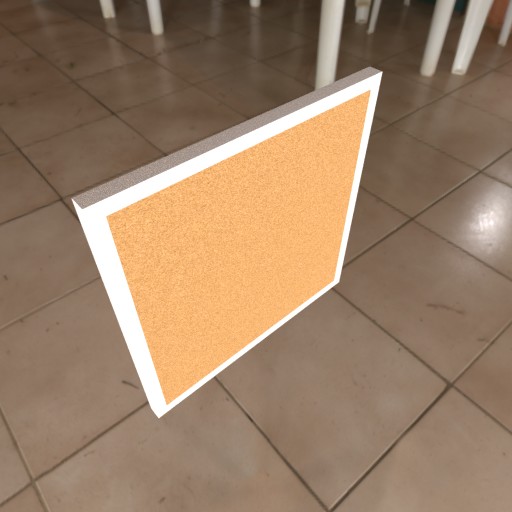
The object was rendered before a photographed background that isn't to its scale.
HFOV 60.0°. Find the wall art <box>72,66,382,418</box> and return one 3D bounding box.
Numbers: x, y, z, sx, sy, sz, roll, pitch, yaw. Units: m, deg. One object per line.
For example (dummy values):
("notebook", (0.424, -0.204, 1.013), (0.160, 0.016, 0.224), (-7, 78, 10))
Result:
("wall art", (0.000, 0.000, 1.156), (0.762, 0.762, 0.038), (-32, 54, -27))
